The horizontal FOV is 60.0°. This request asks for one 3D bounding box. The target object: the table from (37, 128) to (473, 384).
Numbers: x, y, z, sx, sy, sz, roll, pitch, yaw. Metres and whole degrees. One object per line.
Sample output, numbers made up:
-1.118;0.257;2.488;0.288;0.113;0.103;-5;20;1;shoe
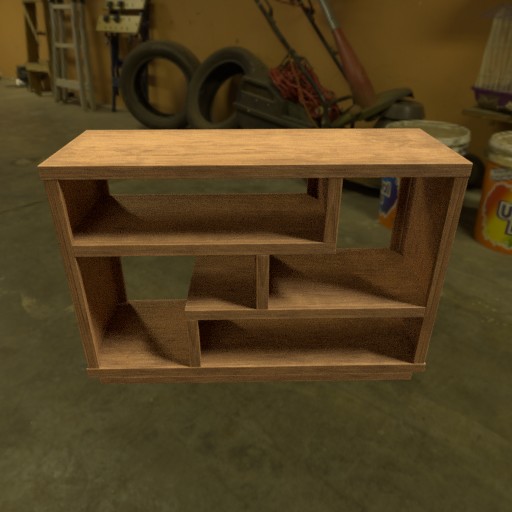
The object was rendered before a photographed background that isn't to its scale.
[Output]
0.000;0.000;1.531;1.151;0.771;0.410;-1;29;-1;table
